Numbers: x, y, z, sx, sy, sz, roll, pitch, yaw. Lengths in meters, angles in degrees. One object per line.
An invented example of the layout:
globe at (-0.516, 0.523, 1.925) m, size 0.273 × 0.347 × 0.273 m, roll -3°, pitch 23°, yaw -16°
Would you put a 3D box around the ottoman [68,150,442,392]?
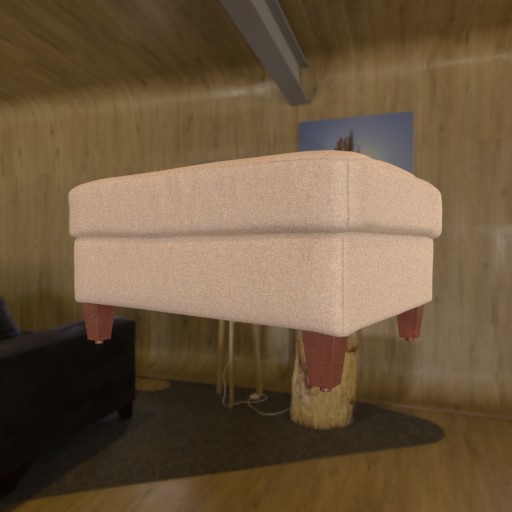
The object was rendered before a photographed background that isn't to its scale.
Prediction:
ottoman at (0.000, 0.000, 1.311) m, size 0.902 × 0.511 × 0.692 m, roll 1°, pitch 2°, yaw 35°
